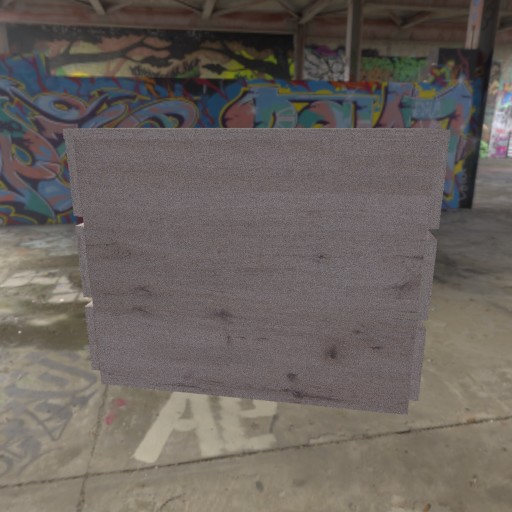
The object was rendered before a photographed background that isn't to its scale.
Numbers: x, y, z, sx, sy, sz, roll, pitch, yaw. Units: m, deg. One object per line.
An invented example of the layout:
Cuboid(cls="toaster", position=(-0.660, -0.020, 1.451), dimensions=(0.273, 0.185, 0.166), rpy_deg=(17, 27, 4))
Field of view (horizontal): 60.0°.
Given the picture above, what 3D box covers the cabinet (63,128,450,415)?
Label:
Cuboid(cls="cabinet", position=(0.000, 0.000, 1.485), dimensions=(1.040, 0.820, 0.420), rpy_deg=(3, 17, 9))
